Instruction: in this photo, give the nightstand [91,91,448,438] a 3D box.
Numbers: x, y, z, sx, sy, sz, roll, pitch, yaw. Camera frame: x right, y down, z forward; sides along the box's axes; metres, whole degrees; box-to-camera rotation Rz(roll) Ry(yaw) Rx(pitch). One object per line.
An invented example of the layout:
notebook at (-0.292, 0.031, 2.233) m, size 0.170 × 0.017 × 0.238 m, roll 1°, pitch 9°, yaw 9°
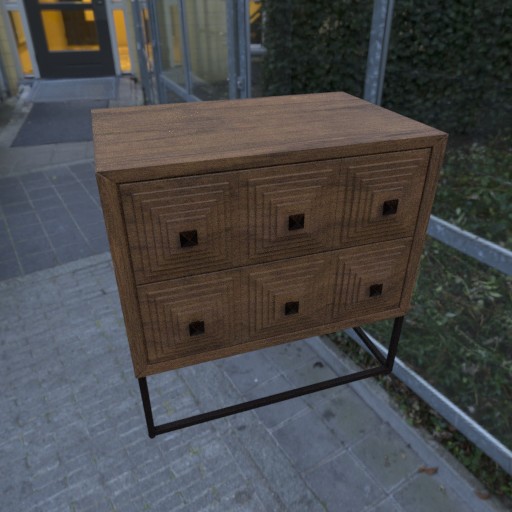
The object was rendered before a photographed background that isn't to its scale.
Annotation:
nightstand at (0.000, 0.000, 1.024) m, size 0.610 × 0.610 × 0.437 m, roll -10°, pitch 33°, yaw -16°
